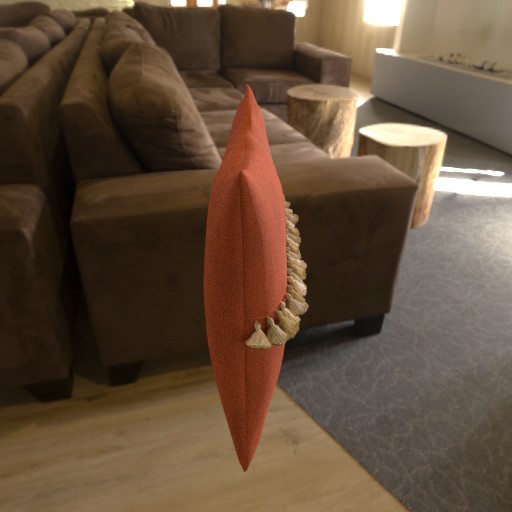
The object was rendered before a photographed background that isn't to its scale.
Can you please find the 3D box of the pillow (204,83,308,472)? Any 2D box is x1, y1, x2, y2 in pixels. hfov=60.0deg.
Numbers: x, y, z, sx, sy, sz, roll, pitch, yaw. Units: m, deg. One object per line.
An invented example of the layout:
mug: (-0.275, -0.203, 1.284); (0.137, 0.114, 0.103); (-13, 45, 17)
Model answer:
pillow: (0.000, 0.000, 0.761); (0.165, 0.482, 0.490); (0, 31, 0)
